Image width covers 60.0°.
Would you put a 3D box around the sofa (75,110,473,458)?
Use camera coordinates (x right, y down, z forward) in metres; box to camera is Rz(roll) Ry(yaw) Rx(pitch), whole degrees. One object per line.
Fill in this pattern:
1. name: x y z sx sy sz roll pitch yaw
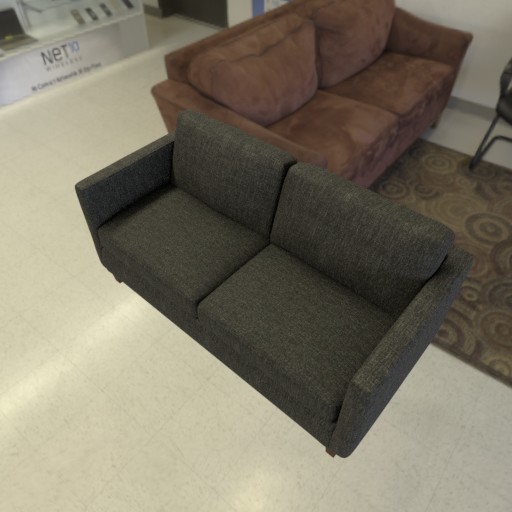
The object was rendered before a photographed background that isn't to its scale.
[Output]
1. sofa: 0.000 0.000 2.405 1.884 0.963 0.950 32 54 27
